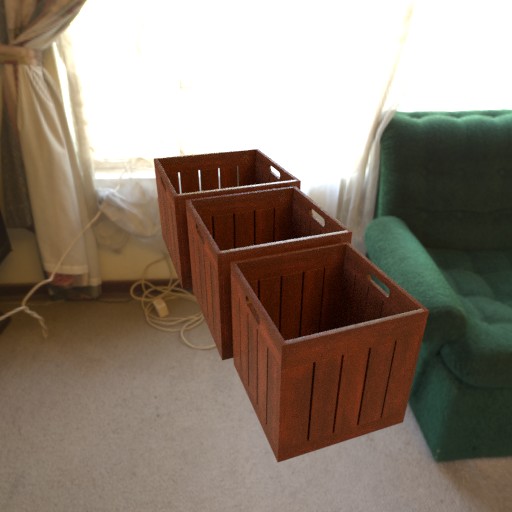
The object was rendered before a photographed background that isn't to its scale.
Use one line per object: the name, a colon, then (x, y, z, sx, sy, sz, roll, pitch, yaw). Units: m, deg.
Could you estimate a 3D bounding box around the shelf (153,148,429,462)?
shelf: (0.000, 0.000, 1.266, 0.393, 0.311, 1.064, -10, 30, -17)
